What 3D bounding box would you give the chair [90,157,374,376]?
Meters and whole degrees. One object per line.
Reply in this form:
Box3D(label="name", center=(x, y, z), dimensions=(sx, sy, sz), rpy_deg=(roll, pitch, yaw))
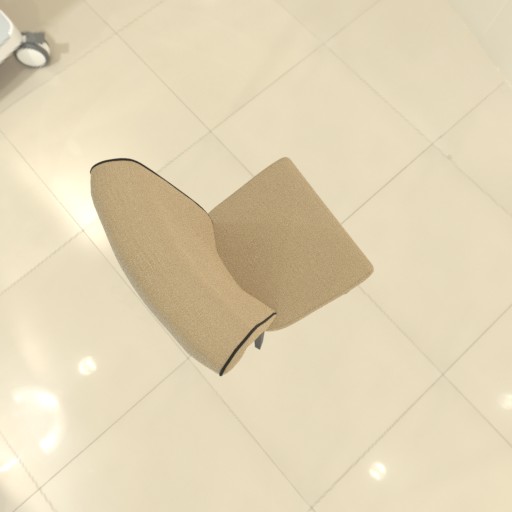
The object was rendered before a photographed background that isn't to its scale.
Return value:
Box3D(label="chair", center=(0.000, 0.000, 1.391), dimensions=(0.623, 0.997, 0.522), rpy_deg=(-34, 78, -8))
